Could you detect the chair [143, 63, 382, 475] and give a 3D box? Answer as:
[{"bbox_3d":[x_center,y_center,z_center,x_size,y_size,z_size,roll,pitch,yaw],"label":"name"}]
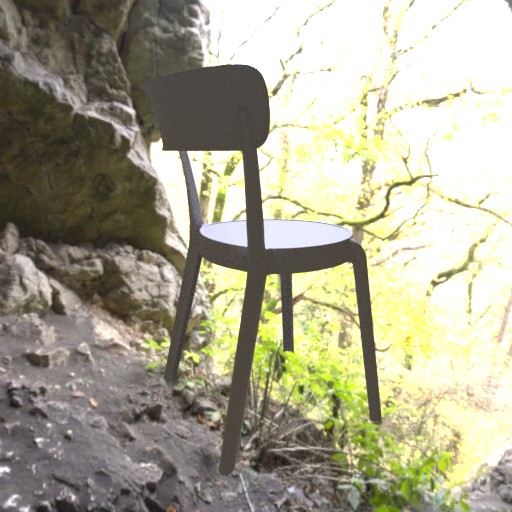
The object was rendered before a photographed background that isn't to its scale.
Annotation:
[{"bbox_3d":[0.000,0.000,1.096,0.491,0.790,0.506,-7,15,-26],"label":"chair"}]
